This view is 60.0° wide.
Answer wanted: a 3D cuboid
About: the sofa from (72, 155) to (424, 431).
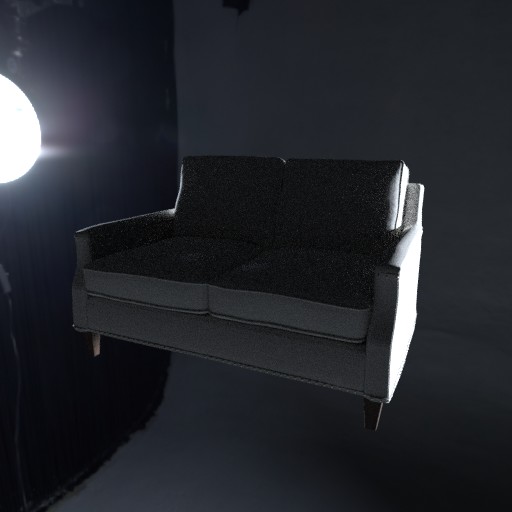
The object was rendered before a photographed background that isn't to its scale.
[{"bbox_3d":[0.000,0.000,2.322,1.597,1.003,1.084,7,16,25],"label":"sofa"}]
